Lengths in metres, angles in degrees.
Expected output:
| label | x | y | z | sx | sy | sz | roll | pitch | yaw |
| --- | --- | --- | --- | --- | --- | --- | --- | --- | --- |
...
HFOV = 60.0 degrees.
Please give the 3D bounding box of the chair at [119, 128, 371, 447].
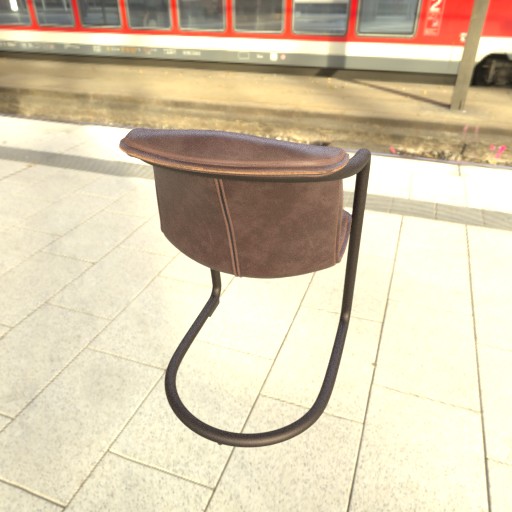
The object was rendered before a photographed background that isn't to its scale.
| label | x | y | z | sx | sy | sz | roll | pitch | yaw |
| --- | --- | --- | --- | --- | --- | --- | --- | --- | --- |
| chair | 0.000 | 0.000 | 1.252 | 0.536 | 0.836 | 0.664 | 10 | 33 | 15 |
